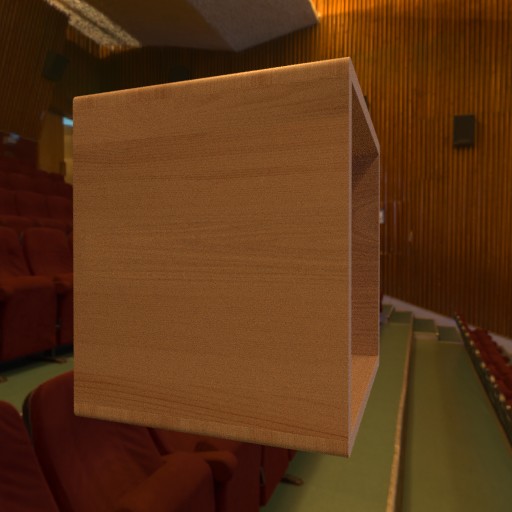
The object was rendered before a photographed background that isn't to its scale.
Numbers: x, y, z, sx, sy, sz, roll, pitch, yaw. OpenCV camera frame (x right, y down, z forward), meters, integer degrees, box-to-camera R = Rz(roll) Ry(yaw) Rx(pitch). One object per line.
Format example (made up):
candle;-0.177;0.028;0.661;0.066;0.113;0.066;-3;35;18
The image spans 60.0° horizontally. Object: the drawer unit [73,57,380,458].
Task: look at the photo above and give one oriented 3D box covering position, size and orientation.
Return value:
drawer unit;0.000;0.000;0.585;0.290;0.344;0.344;0;1;20
